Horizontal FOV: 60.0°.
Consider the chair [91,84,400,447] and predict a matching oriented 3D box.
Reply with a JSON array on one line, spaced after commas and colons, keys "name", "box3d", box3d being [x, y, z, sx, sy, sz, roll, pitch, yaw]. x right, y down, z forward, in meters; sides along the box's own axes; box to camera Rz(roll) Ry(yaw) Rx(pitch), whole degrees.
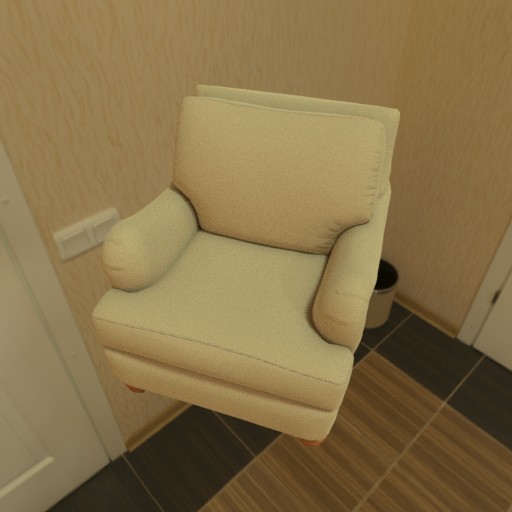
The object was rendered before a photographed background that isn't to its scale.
[{"name": "chair", "box3d": [0.000, 0.000, 1.808, 0.955, 1.038, 1.070, 12, 43, 14]}]
